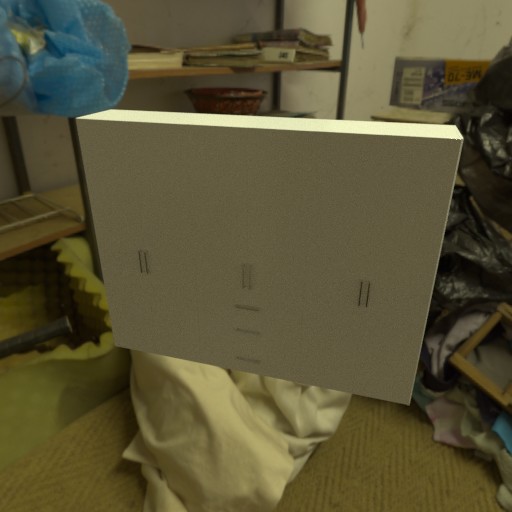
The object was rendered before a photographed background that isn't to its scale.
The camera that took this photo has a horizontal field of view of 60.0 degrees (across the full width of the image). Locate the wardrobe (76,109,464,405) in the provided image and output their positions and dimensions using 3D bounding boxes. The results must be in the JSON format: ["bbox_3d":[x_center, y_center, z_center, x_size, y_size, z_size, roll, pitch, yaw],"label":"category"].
[{"bbox_3d":[0.000,0.000,4.029,3.000,2.360,0.580,7,27,15],"label":"wardrobe"}]
